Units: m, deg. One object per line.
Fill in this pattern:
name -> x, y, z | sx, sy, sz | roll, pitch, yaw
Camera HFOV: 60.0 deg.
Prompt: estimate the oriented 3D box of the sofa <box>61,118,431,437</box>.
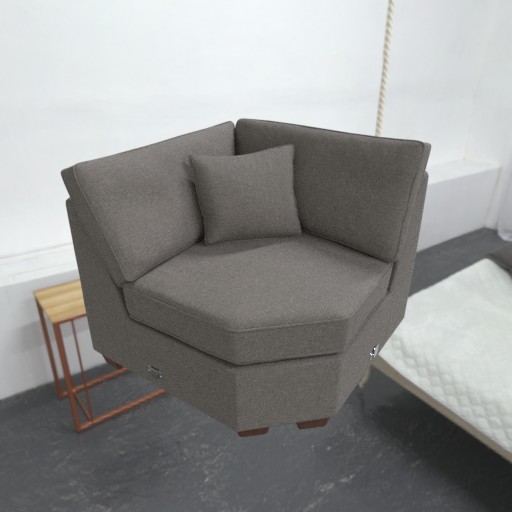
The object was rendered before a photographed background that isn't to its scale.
sofa -> 0.000, 0.000, 1.833 | 1.042, 0.951, 1.050 | 18, 31, 32
